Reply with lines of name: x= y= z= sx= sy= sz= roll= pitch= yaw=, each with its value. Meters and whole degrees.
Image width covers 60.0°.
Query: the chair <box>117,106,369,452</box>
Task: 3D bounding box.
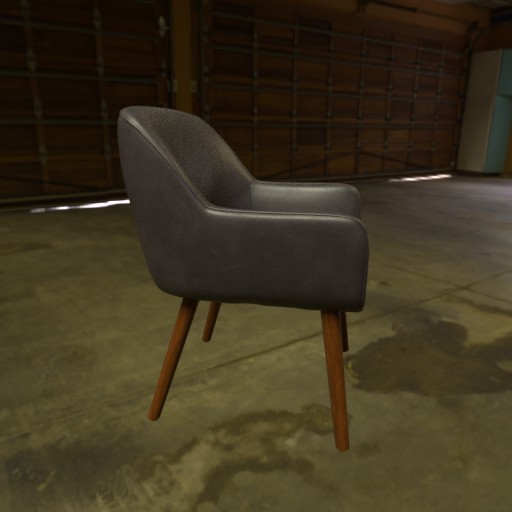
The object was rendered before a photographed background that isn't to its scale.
chair: x=0.000 y=0.000 z=1.296 sx=0.610 sy=0.828 sz=0.610 roll=3 pitch=16 yaw=11
